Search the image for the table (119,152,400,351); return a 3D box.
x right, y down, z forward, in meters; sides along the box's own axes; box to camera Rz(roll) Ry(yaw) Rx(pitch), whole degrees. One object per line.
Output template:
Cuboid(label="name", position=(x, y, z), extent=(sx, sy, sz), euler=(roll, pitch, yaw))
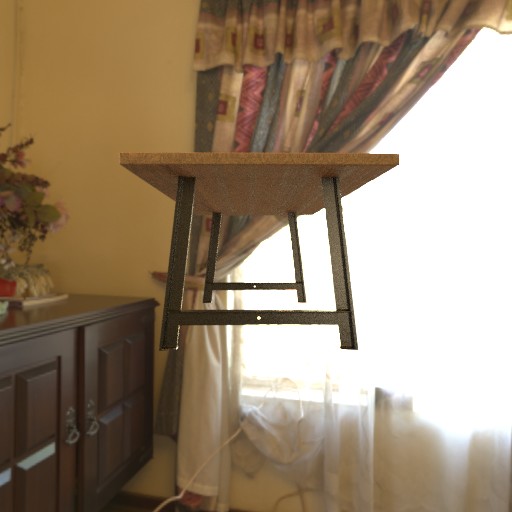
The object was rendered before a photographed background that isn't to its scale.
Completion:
Cuboid(label="table", position=(0.000, 0.000, 2.675), extent=(1.000, 0.757, 2.200), euler=(0, 1, -1))
